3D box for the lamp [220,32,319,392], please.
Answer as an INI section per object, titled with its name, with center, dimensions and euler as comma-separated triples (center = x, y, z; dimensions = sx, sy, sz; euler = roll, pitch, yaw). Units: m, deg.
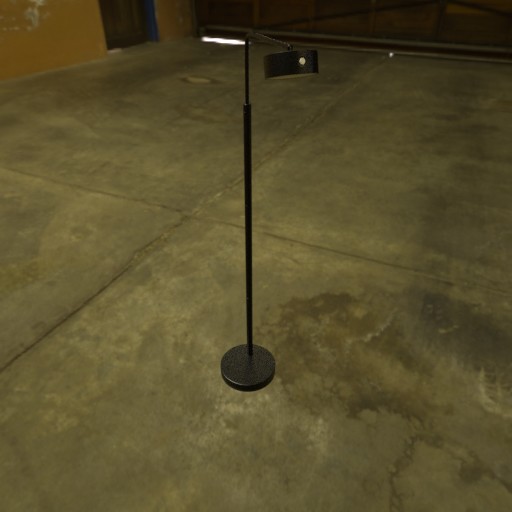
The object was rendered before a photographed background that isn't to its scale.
[lamp]
center = 0.000, 0.000, 1.377
dimensions = 0.219, 1.230, 0.418
euler = -11, 35, -16
